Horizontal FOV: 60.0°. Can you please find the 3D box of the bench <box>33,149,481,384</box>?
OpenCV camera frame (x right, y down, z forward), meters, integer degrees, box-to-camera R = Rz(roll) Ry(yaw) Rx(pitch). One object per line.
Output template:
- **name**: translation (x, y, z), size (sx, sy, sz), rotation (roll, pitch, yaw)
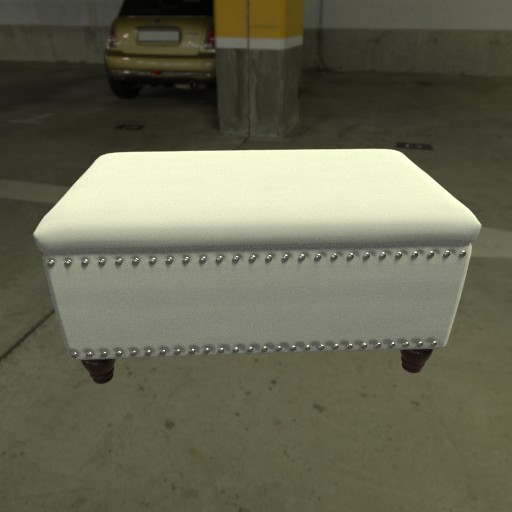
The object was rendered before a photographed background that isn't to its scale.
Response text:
- **bench**: translation (0.000, 0.000, 1.174), size (0.887, 0.449, 0.500), rotation (-1, 29, -2)
